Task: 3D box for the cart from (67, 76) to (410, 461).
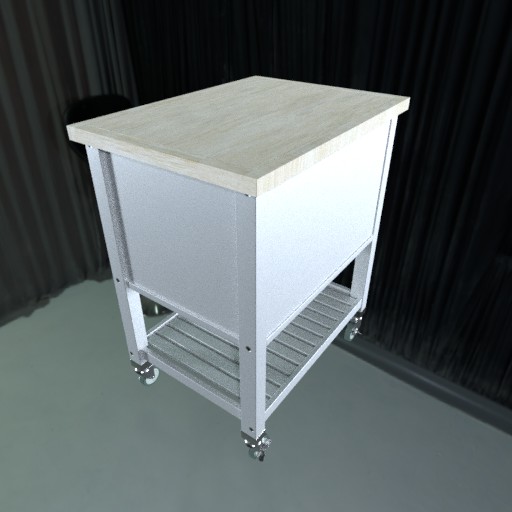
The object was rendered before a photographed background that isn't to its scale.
[{"bbox_3d":[0.000,0.000,1.417,0.559,0.914,0.762,21,38,30],"label":"cart"}]
